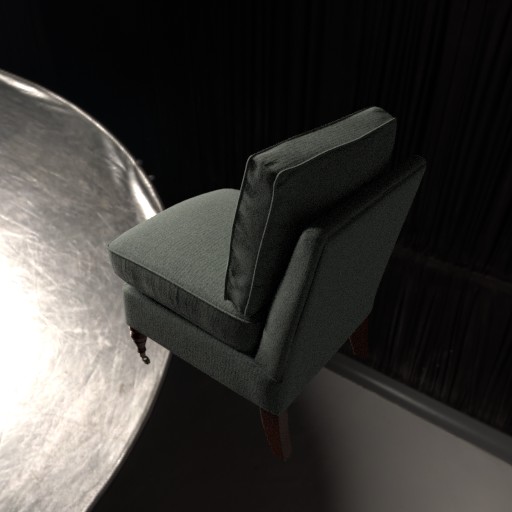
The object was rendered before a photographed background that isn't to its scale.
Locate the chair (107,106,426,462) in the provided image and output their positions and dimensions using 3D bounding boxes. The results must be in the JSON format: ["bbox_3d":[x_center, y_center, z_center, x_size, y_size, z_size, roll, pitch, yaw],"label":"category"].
[{"bbox_3d":[0.000,0.000,1.432,0.796,0.901,0.624,21,37,31],"label":"chair"}]
